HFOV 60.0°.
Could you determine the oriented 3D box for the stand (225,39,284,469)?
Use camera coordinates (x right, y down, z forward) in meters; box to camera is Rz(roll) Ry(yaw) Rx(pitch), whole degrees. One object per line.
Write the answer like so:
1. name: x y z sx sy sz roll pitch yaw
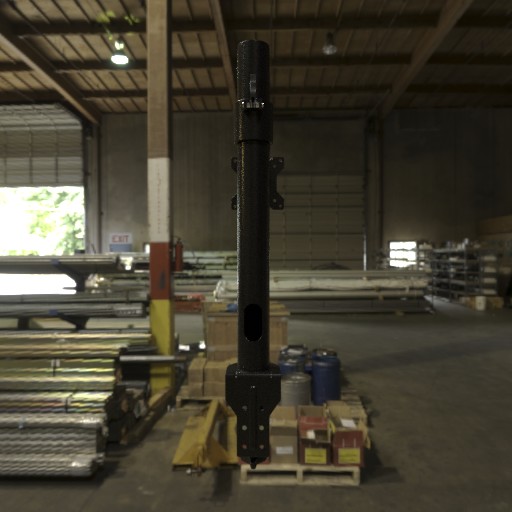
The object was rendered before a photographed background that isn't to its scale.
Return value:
1. stand: 0.000 0.000 0.735 0.115 0.510 0.456 0 0 1
